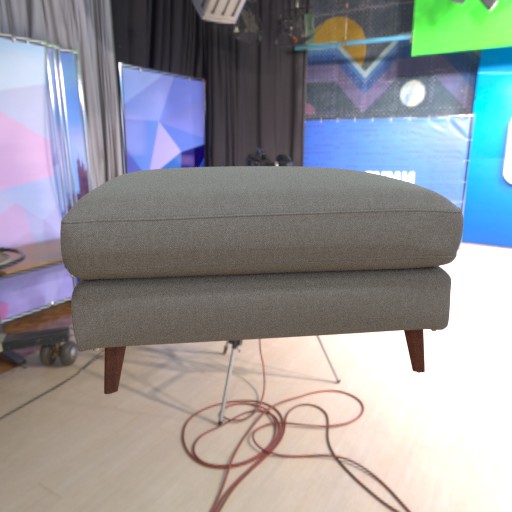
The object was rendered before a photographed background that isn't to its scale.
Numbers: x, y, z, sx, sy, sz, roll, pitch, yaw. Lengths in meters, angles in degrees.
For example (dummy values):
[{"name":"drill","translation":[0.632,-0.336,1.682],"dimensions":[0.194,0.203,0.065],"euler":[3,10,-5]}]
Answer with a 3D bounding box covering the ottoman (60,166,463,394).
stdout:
[{"name":"ottoman","translation":[0.000,0.000,1.148],"dimensions":[0.811,0.449,0.608],"euler":[-2,15,-7]}]
